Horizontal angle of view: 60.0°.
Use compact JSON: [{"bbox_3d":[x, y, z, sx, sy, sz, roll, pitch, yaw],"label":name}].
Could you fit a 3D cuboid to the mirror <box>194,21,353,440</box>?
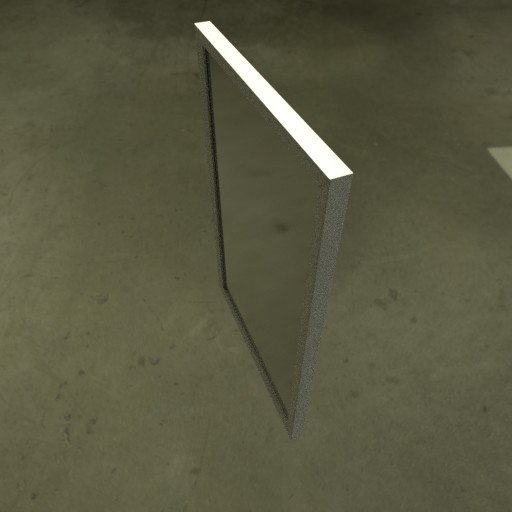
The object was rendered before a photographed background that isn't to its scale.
[{"bbox_3d":[0.000,0.000,1.122,0.041,0.914,0.609,-17,49,-15],"label":"mirror"}]
